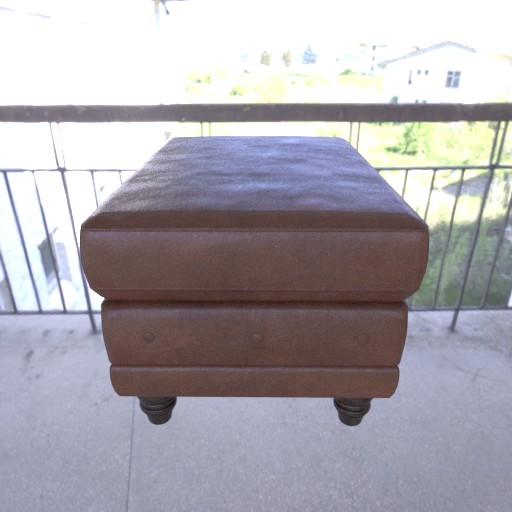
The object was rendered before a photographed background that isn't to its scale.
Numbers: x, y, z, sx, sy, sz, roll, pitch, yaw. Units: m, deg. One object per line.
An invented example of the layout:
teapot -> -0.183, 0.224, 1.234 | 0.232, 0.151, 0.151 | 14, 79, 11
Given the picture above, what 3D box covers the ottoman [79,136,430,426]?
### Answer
ottoman -> 0.000, 0.000, 1.161 | 0.588, 0.509, 0.795 | 0, 25, 0
